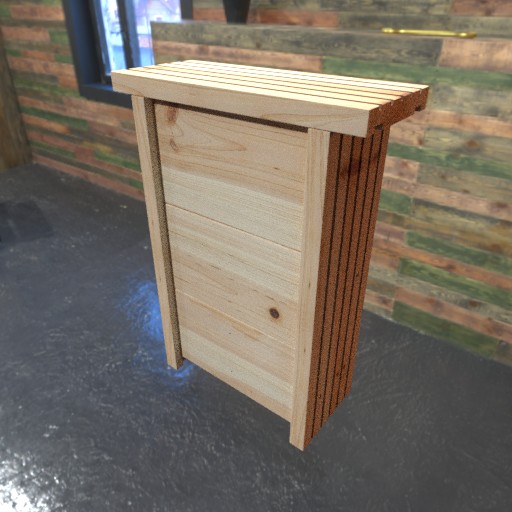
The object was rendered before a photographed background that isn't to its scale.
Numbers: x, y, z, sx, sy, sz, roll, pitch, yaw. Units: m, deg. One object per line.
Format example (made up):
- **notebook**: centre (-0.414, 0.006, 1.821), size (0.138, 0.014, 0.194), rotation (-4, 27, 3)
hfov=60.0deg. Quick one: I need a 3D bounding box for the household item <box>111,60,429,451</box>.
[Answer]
- **household item**: centre (0.000, 0.000, 0.540), size (0.301, 0.407, 0.123), rotation (22, 37, 32)
